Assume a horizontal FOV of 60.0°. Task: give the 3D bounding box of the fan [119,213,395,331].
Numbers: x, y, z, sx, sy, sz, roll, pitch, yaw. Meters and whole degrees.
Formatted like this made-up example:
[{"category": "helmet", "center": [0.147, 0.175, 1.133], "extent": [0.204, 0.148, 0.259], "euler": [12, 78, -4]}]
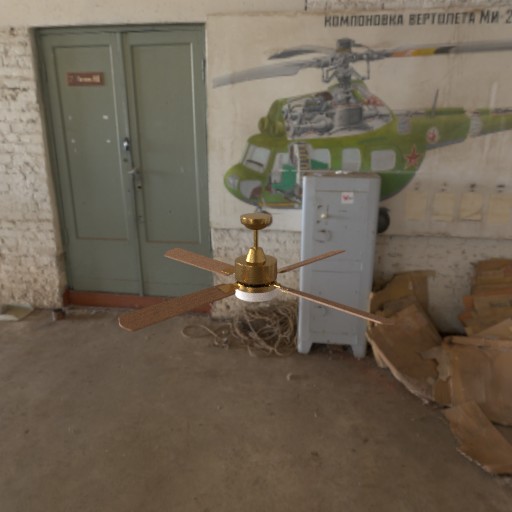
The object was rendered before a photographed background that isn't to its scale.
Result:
[{"category": "fan", "center": [0.000, 0.000, 1.933], "extent": [1.320, 0.355, 1.320], "euler": [15, 22, 42]}]
